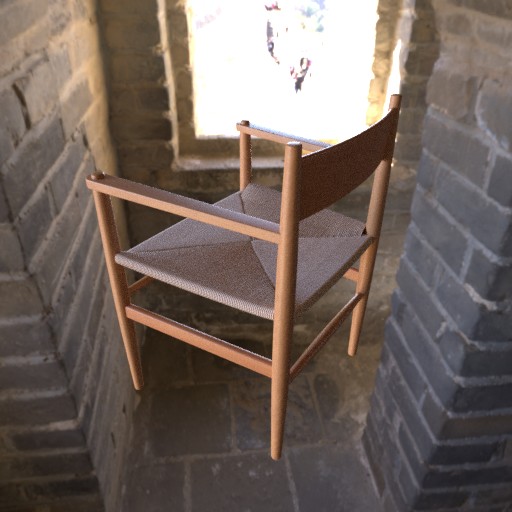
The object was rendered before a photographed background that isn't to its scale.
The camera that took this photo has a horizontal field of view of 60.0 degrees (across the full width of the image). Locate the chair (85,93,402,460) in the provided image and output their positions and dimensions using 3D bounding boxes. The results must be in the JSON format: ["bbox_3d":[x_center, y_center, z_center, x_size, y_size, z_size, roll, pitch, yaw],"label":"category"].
[{"bbox_3d":[0.000,0.000,1.115,0.495,0.762,0.556,20,37,30],"label":"chair"}]
